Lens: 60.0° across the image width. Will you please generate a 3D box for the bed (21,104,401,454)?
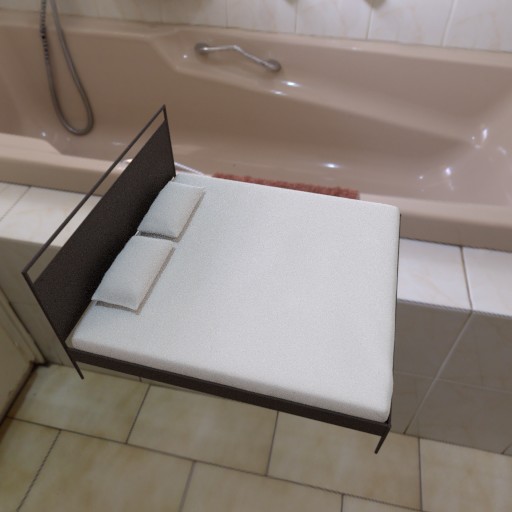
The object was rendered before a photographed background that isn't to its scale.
[{"bbox_3d":[0.000,0.000,3.323,2.151,1.173,1.993,10,47,10],"label":"bed"}]
